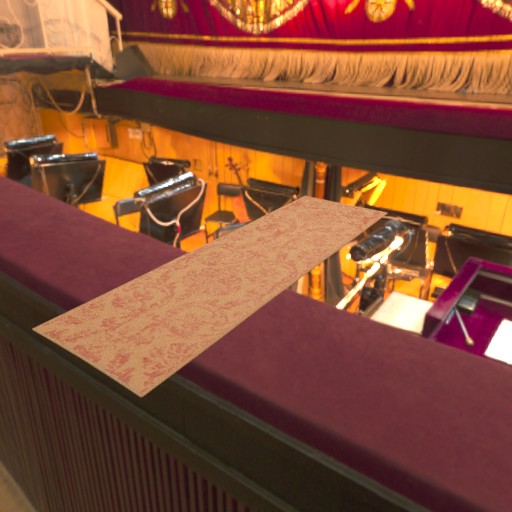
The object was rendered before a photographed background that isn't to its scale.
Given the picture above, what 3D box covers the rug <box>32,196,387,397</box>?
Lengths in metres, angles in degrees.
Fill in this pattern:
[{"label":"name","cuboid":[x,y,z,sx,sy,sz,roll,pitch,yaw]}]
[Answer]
[{"label":"rug","cuboid":[0.000,0.000,2.432,0.662,0.011,2.196,17,30,32]}]
